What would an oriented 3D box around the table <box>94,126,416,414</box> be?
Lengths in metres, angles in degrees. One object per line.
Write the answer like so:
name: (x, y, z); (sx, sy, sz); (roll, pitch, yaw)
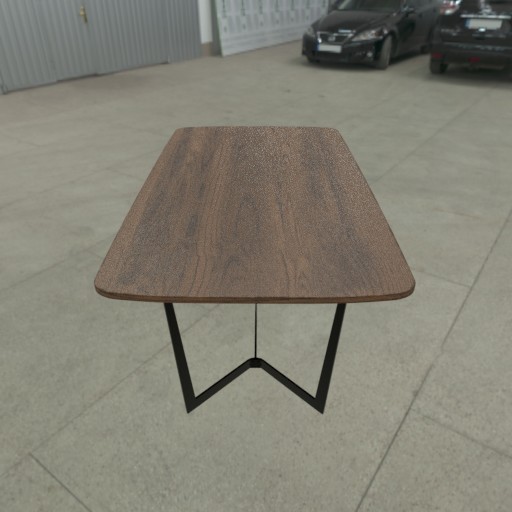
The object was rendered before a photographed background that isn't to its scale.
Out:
table: (0.000, 0.000, 2.108); (0.949, 0.765, 1.643); (0, 32, 0)
